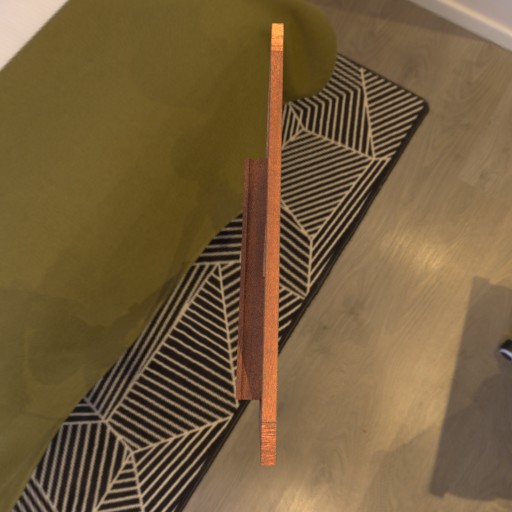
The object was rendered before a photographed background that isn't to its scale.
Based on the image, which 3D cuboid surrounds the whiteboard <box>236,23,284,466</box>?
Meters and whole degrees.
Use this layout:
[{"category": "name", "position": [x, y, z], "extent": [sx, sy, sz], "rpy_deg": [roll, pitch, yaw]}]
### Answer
[{"category": "whiteboard", "position": [0.000, 0.000, 1.028], "extent": [0.083, 0.559, 0.783], "rpy_deg": [2, 76, 0]}]
